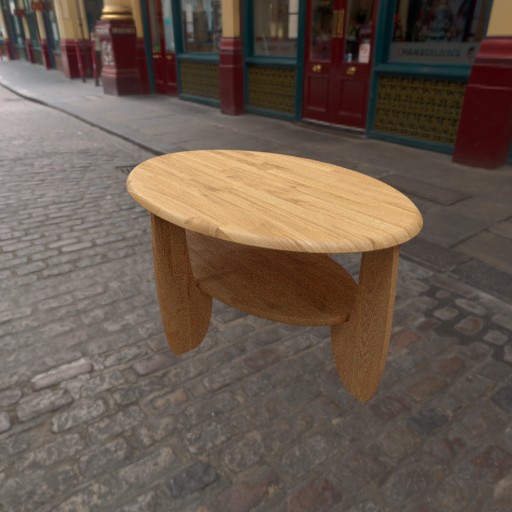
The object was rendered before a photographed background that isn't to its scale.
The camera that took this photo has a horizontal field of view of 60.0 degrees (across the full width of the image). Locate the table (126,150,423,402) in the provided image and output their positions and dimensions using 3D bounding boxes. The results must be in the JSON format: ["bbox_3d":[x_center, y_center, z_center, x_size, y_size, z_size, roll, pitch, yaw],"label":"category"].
[{"bbox_3d":[0.000,0.000,1.421,0.690,0.490,1.040,-18,31,-33],"label":"table"}]
